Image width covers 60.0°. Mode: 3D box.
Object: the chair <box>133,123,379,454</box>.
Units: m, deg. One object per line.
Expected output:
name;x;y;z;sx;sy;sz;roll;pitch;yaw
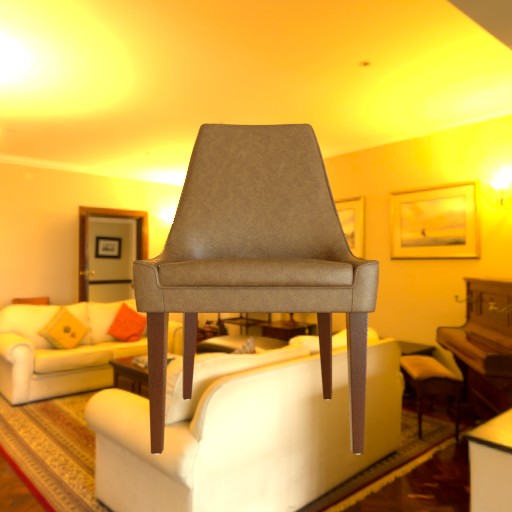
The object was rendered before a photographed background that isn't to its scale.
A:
chair;0.000;0.000;1.194;0.529;0.861;0.544;0;-1;0
